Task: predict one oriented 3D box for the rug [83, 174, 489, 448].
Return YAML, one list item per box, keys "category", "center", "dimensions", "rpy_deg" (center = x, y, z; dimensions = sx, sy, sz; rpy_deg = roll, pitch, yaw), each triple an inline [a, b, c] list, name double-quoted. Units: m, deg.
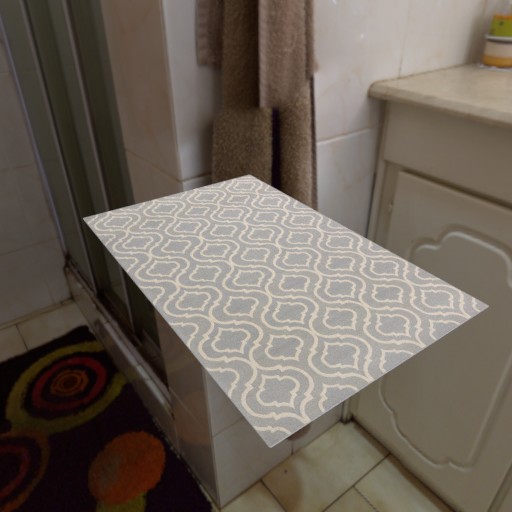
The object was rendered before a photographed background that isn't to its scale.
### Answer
- category: "rug"
  center: [0.000, 0.000, 2.165]
  dimensions: [1.141, 0.015, 1.749]
  rpy_deg: [-21, 38, -29]
